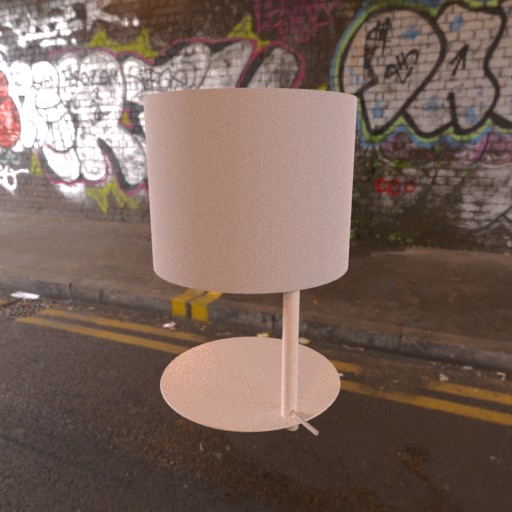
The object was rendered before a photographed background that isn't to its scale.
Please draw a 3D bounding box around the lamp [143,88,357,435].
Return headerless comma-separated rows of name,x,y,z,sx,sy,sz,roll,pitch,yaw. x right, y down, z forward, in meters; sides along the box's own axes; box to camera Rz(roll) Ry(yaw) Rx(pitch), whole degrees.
lamp,0.000,0.000,0.677,0.299,0.454,0.341,-7,16,-26
